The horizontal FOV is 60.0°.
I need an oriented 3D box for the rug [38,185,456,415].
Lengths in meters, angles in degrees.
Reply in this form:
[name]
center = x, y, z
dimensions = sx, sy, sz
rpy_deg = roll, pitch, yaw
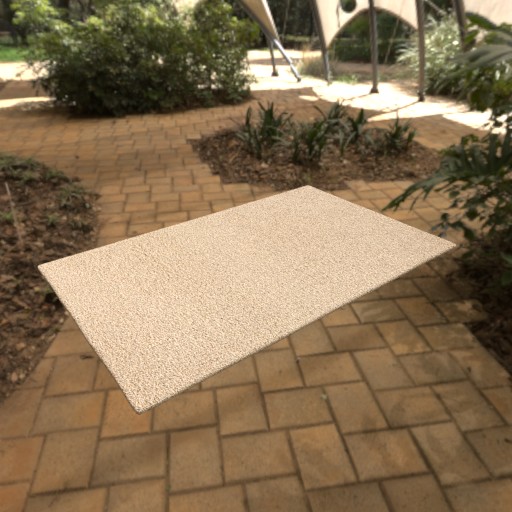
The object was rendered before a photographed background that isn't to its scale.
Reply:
[rug]
center = 0.000, 0.000, 3.021
dimensions = 2.438, 0.030, 1.524
rpy_deg = -21, 36, -32
